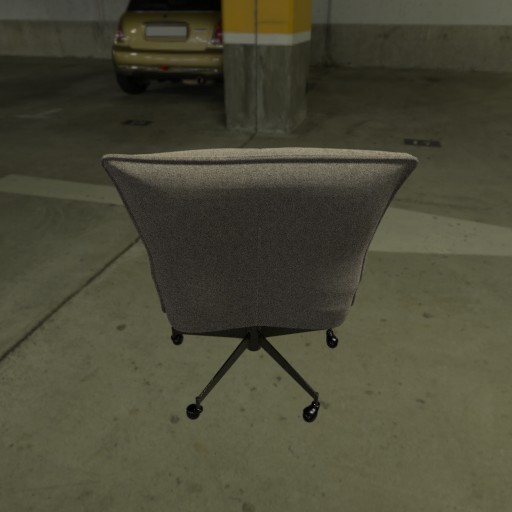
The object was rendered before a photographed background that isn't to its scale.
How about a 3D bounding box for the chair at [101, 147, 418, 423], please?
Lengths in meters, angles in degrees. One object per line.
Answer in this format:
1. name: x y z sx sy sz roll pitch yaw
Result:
1. chair: 0.000 0.000 1.307 0.597 0.811 0.696 -1 29 -2
